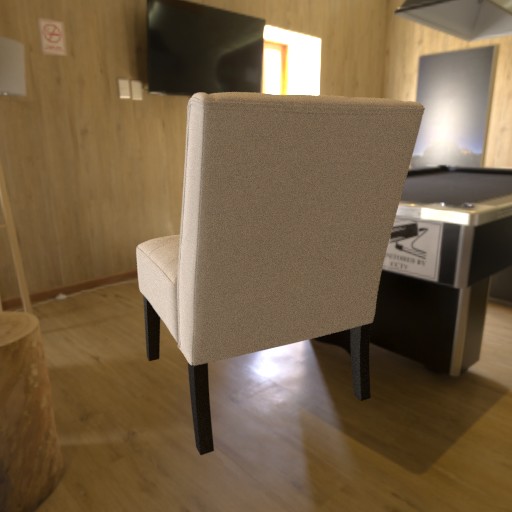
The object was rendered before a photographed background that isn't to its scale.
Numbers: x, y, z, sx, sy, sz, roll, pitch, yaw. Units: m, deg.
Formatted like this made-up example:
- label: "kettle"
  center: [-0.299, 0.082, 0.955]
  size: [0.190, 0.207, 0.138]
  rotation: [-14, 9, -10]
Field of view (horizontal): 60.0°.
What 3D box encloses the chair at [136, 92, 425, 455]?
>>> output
- label: "chair"
  center: [0.000, 0.000, 1.302]
  size: [0.569, 0.853, 0.676]
  rotation: [-8, 17, -26]
